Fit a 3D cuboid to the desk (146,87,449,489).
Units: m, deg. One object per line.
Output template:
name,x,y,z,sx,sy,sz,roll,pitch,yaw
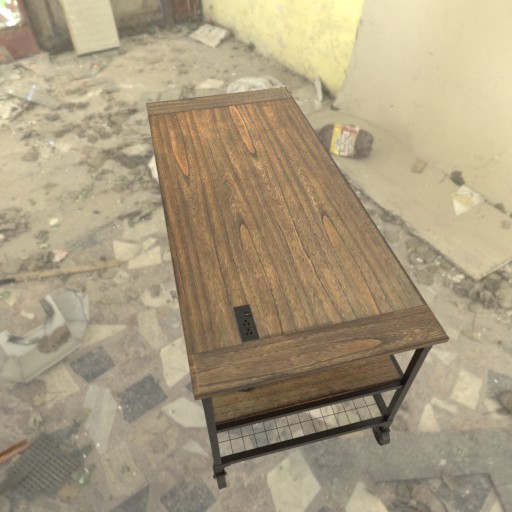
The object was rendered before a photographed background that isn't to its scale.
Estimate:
desk,0.000,0.000,1.958,0.711,0.751,1.590,-10,47,-10
